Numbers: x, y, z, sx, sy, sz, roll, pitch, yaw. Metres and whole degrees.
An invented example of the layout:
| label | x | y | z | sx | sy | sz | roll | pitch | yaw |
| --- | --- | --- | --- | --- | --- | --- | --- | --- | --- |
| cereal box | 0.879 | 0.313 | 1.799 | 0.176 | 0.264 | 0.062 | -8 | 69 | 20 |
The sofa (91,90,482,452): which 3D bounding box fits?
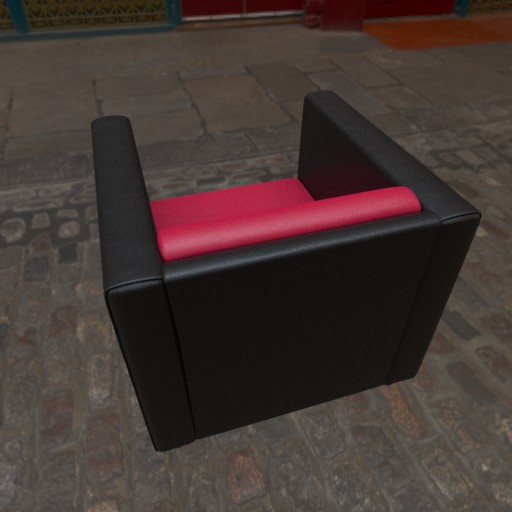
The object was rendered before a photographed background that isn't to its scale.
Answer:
| label | x | y | z | sx | sy | sz | roll | pitch | yaw |
| --- | --- | --- | --- | --- | --- | --- | --- | --- | --- |
| sofa | 0.000 | 0.000 | 1.407 | 0.839 | 0.724 | 0.809 | -12 | 42 | -13 |
